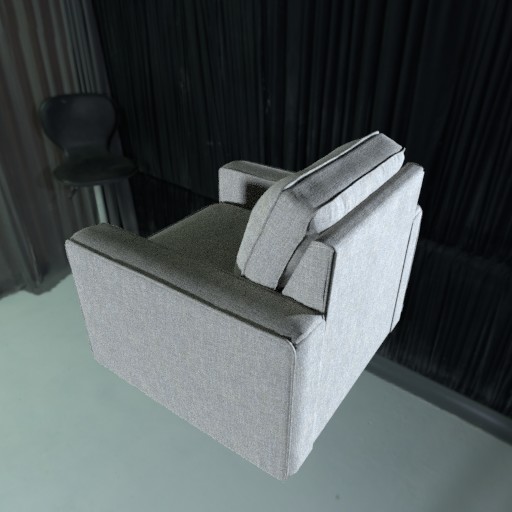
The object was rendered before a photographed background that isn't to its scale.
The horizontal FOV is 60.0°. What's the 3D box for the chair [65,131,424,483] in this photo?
[{"bbox_3d":[0.000,0.000,1.690,0.940,0.914,1.016,20,37,30],"label":"chair"}]
